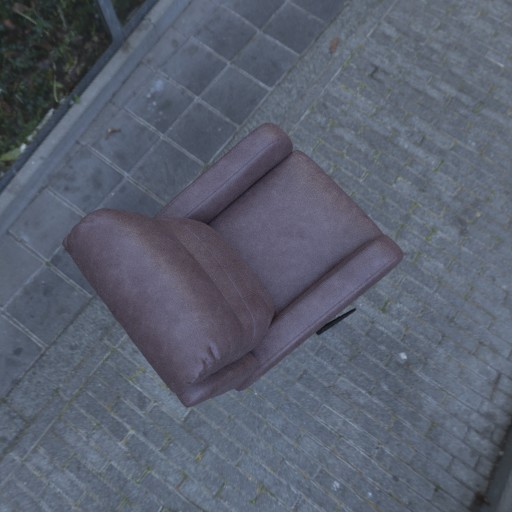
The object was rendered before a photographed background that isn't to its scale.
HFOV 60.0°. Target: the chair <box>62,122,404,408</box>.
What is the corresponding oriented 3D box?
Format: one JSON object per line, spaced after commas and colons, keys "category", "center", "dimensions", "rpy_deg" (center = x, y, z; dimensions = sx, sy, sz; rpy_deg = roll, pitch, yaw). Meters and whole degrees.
{"category": "chair", "center": [0.000, 0.000, 1.832], "dimensions": [1.067, 1.067, 0.865], "rpy_deg": [-39, 77, -11]}
